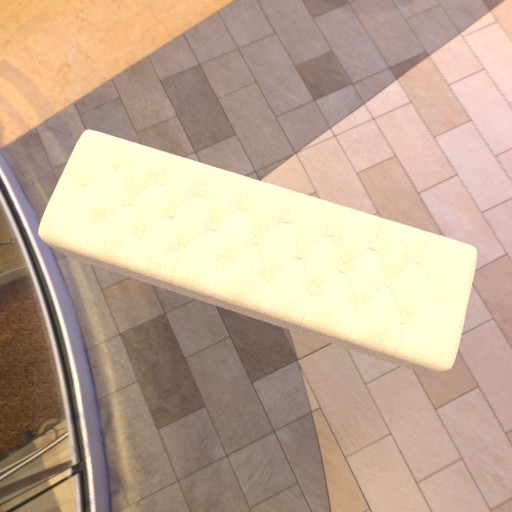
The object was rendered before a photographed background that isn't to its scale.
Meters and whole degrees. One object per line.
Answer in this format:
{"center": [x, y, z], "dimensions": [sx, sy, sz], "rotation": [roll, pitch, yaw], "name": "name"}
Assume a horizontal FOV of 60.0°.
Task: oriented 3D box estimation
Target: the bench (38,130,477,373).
{"center": [0.000, 0.000, 1.725], "dimensions": [1.480, 0.467, 0.455], "rotation": [18, 77, 4], "name": "bench"}
